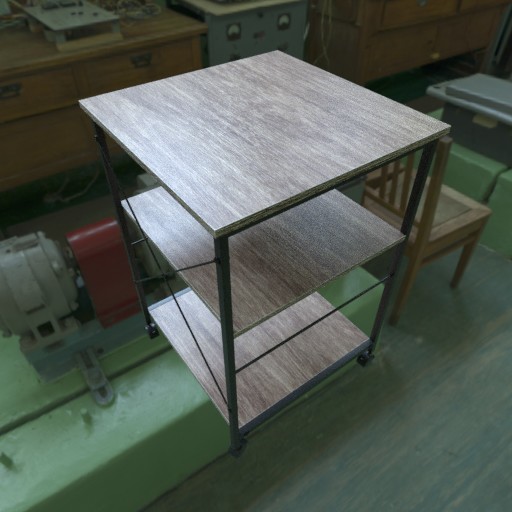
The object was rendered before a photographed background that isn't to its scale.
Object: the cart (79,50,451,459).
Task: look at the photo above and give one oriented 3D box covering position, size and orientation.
[{"bbox_3d":[0.000,0.000,1.124,0.520,0.762,0.521,-26,49,-26],"label":"cart"}]
